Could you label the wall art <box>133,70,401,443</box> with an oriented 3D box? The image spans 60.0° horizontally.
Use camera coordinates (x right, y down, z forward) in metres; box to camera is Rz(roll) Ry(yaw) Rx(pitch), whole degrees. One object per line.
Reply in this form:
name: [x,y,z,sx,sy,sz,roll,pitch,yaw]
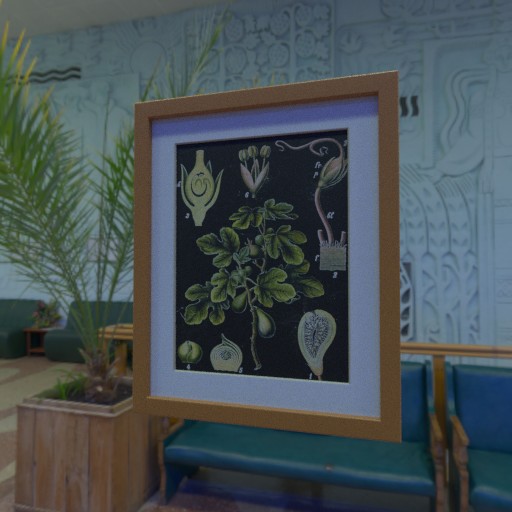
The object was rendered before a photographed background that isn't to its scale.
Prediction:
wall art: [0.000,0.000,0.733,0.452,0.553,0.022,0,-1,17]
